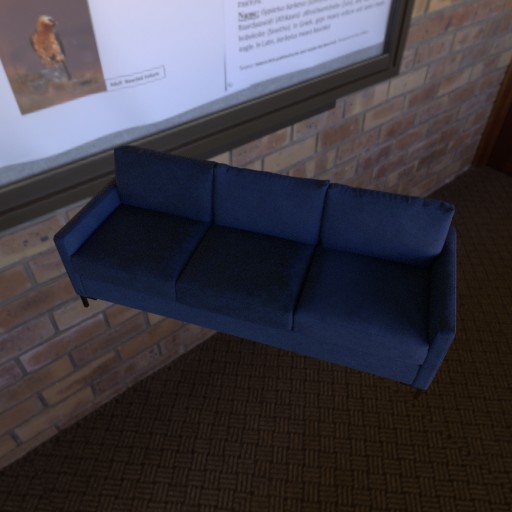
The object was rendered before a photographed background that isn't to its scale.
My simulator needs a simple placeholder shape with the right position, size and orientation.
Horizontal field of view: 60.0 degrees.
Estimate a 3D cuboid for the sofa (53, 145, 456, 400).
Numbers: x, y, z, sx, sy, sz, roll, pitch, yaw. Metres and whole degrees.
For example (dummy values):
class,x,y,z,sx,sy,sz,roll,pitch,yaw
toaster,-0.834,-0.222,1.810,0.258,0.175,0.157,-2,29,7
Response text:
class,x,y,z,sx,sy,sz,roll,pitch,yaw
sofa,0.000,0.000,2.714,2.252,0.879,0.875,13,44,13
